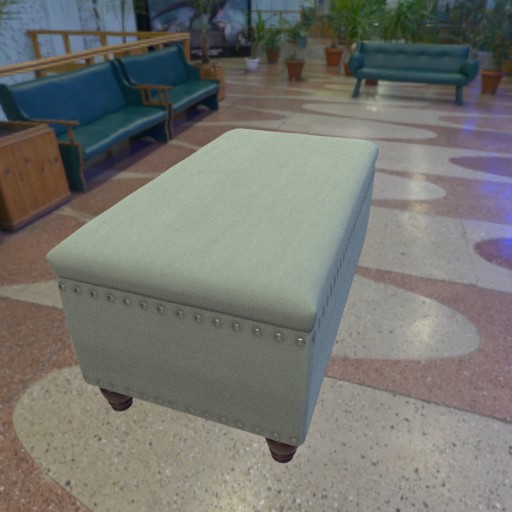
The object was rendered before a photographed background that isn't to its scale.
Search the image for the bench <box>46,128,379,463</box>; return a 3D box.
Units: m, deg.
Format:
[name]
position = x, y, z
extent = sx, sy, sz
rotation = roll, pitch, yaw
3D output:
[bench]
position = 0.000, 0.000, 1.182
extent = 0.500, 0.449, 0.887
rotation = 10, 32, 17
